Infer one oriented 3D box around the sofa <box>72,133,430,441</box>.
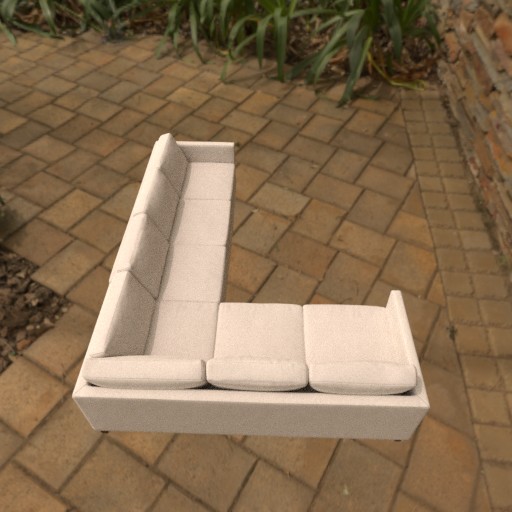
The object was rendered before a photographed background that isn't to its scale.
[{"bbox_3d":[0.000,0.000,4.227,2.432,0.863,3.182,1,46,1],"label":"sofa"}]
